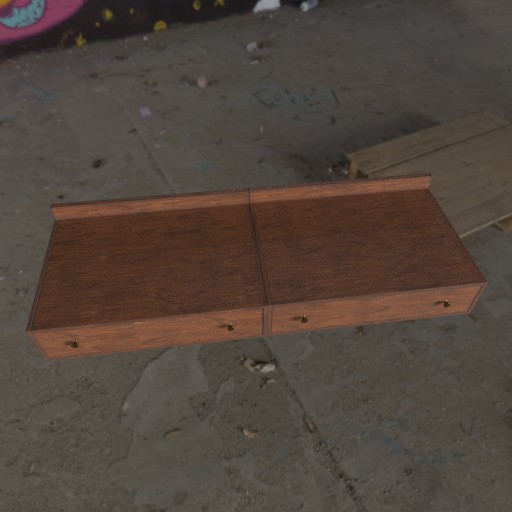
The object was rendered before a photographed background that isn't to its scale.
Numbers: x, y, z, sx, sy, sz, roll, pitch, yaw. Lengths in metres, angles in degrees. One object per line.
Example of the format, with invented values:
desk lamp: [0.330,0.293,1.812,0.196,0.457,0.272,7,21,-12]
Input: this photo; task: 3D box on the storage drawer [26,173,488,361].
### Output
storage drawer: [0.000,0.000,2.130,1.914,0.339,0.774,-5,48,-5]
